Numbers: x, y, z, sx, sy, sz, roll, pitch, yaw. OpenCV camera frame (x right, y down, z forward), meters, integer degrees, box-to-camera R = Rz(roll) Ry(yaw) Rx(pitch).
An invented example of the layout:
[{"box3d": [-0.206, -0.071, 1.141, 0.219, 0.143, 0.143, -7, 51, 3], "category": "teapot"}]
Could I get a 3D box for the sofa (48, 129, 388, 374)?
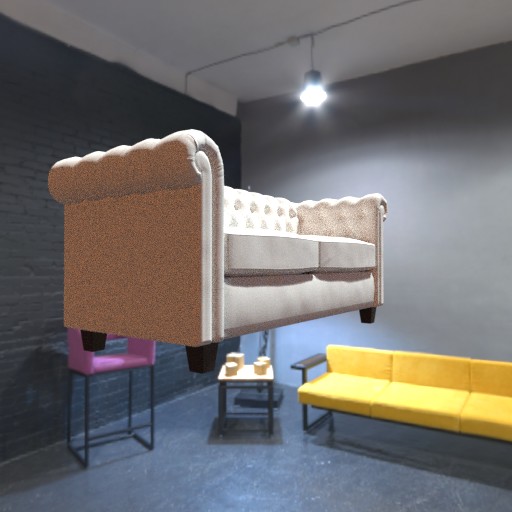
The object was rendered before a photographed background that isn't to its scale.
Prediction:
[{"box3d": [0.000, 0.000, 2.265, 0.771, 0.796, 1.798, -1, -1, 36], "category": "sofa"}]
